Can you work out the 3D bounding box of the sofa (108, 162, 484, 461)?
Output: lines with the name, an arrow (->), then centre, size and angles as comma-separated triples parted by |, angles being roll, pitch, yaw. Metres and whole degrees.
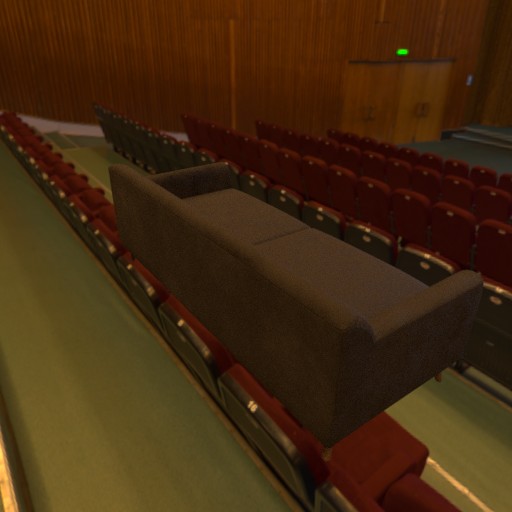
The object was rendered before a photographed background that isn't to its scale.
sofa -> 0.000, 0.000, 2.570 | 0.900, 0.740, 2.190 | -19, 33, -31
